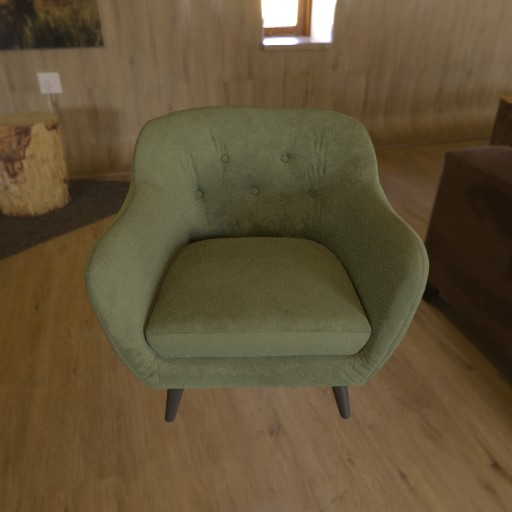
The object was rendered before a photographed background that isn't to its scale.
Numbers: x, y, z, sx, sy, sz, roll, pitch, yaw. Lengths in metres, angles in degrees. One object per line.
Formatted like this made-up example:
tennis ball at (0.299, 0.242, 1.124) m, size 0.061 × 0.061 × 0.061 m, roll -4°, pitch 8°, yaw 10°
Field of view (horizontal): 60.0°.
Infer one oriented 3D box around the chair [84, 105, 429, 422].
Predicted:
chair at (0.000, 0.000, 1.453) m, size 0.840 × 0.804 × 0.819 m, roll -1°, pitch 30°, yaw -1°
